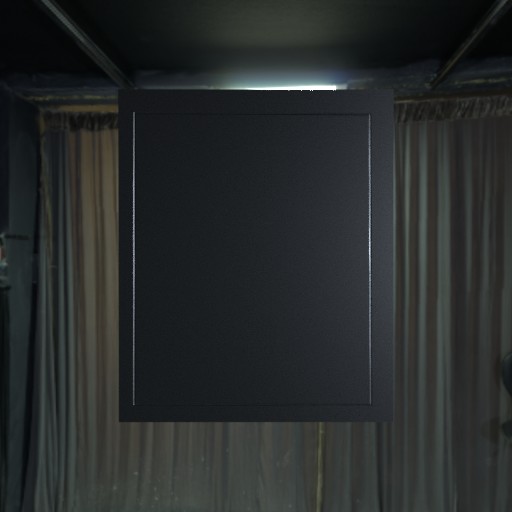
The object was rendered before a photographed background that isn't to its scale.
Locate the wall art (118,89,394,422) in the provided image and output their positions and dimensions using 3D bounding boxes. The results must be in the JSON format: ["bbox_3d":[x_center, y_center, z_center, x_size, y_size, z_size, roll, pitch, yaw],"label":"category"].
[{"bbox_3d":[0.000,0.000,0.759,0.461,0.558,0.031,0,0,0],"label":"wall art"}]
